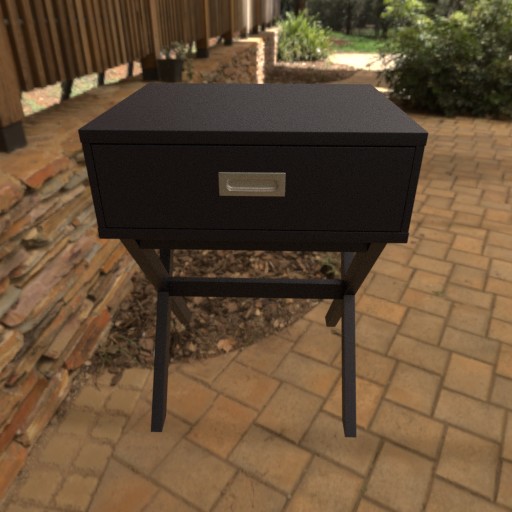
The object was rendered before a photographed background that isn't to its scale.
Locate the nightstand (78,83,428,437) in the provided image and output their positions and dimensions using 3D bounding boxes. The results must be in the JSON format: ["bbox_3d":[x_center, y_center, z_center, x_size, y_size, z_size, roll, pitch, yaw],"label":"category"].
[{"bbox_3d":[0.000,0.000,0.932,0.479,0.623,0.402,1,30,2],"label":"nightstand"}]
